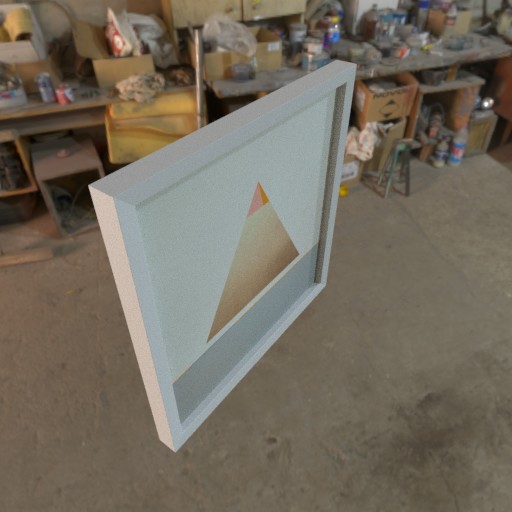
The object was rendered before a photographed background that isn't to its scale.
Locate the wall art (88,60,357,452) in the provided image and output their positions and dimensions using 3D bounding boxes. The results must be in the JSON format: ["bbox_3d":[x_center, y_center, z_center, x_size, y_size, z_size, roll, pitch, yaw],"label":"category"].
[{"bbox_3d":[0.000,0.000,1.907,0.098,1.291,1.289,26,46,27],"label":"wall art"}]
